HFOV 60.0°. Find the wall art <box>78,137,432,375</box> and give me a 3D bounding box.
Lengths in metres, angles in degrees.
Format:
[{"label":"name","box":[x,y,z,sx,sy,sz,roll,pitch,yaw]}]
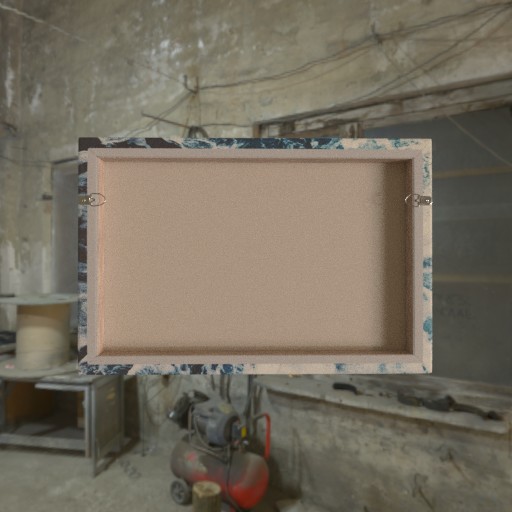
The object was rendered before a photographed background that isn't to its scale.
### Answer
[{"label":"wall art","box":[0.000,0.000,0.778,0.609,0.407,0.043,0,0,-1]}]
